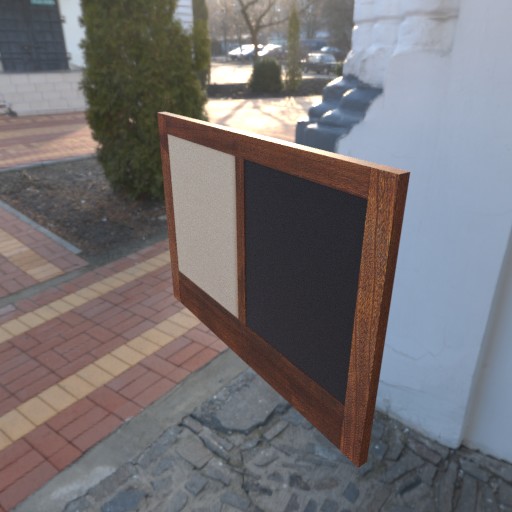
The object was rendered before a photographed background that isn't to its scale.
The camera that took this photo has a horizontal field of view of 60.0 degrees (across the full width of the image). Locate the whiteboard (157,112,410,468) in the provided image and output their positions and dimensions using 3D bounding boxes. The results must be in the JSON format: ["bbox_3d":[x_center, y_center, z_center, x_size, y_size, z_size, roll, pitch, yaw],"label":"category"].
[{"bbox_3d":[0.000,0.000,1.007,0.083,0.553,0.768,-17,30,-32],"label":"whiteboard"}]
